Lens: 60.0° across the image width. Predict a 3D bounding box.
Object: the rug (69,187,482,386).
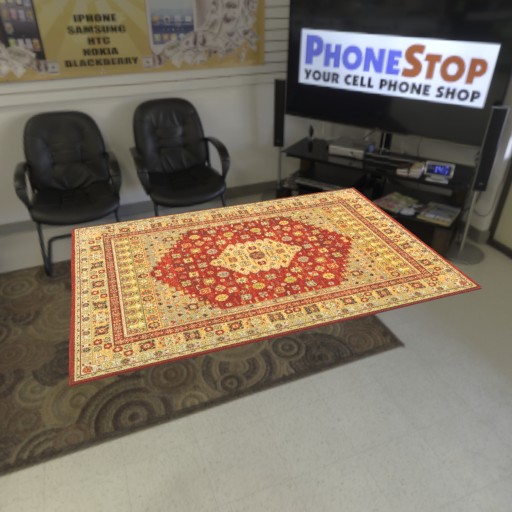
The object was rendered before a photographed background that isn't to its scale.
[{"bbox_3d":[0.000,0.000,2.280,1.802,0.013,1.194,-10,34,-16],"label":"rug"}]
